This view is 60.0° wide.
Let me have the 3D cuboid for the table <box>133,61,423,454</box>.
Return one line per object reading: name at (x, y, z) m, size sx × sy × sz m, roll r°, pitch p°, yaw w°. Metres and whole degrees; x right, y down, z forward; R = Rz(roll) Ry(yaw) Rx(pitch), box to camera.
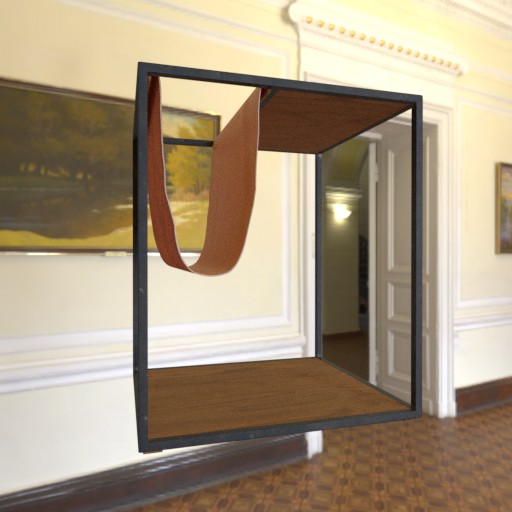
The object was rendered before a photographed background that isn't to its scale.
table at (0.000, 0.000, 0.852) m, size 0.450 × 0.536 × 0.399 m, roll 0°, pitch 0°, yaw -17°
